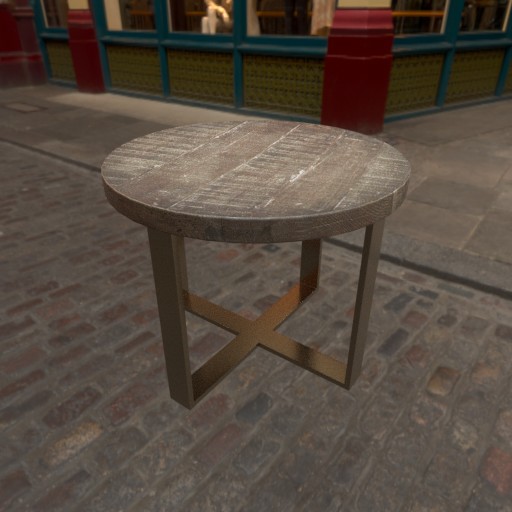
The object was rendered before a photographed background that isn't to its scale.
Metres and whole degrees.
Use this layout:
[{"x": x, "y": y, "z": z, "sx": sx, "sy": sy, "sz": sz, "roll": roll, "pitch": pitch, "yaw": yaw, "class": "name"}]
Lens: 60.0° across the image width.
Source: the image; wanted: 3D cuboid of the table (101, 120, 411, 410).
[{"x": 0.000, "y": 0.000, "z": 0.942, "sx": 0.557, "sy": 0.437, "sz": 0.557, "roll": 0, "pitch": 30, "yaw": 0, "class": "table"}]
